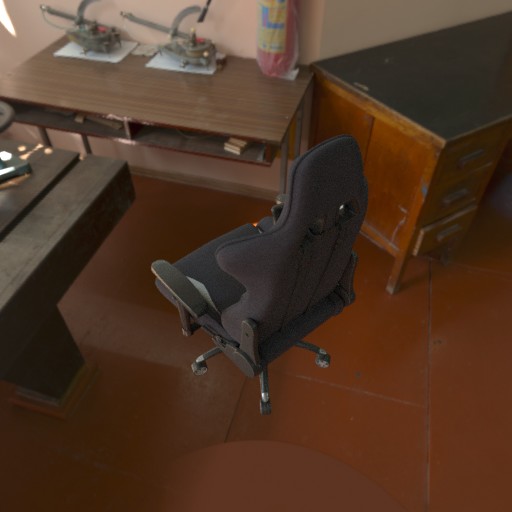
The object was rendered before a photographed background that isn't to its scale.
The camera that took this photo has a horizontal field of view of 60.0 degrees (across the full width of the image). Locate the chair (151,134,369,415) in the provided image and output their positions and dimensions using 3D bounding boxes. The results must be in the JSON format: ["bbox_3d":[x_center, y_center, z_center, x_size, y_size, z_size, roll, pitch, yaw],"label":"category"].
[{"bbox_3d":[0.000,0.000,1.766,0.730,1.300,0.695,-31,53,-27],"label":"chair"}]
